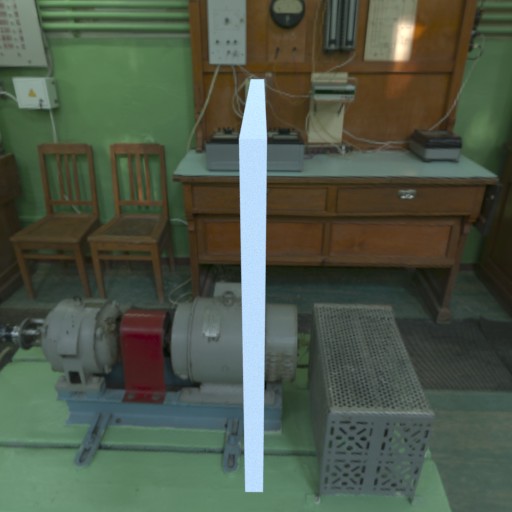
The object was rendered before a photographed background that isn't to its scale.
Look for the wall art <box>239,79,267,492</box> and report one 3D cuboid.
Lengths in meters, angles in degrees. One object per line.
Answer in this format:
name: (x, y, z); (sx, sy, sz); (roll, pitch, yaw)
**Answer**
wall art: (0.000, 0.000, 0.827); (0.028, 0.559, 0.559); (0, 28, 1)
